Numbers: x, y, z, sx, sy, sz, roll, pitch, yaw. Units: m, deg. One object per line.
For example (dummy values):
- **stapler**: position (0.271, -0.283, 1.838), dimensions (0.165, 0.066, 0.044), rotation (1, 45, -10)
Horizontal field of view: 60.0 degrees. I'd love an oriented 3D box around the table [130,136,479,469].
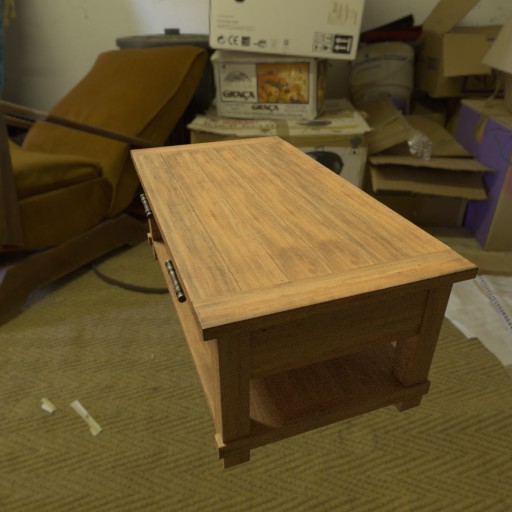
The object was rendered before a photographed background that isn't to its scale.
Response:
- **table**: position (0.000, 0.000, 1.598), dimensions (0.693, 0.494, 1.270), rotation (-10, 31, -17)
